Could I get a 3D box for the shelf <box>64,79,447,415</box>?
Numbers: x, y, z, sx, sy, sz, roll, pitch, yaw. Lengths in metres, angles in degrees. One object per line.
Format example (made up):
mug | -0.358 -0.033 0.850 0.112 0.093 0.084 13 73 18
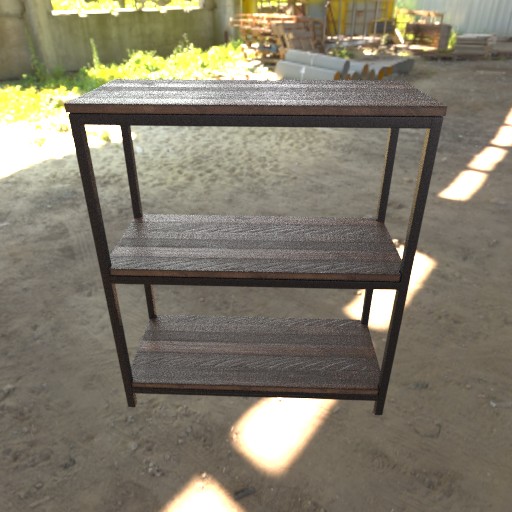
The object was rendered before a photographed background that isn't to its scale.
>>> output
shelf | 0.000 0.000 1.337 0.822 0.947 0.352 1 30 2
